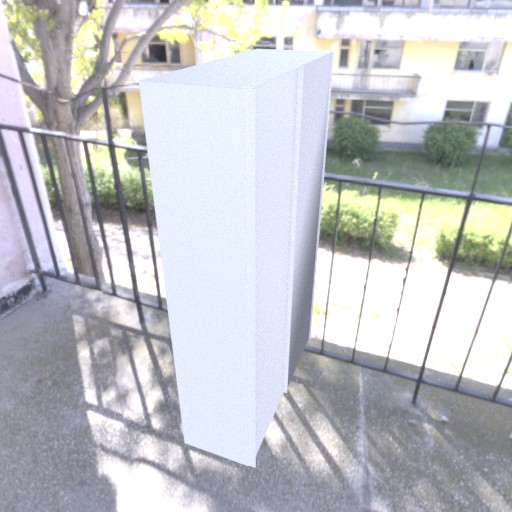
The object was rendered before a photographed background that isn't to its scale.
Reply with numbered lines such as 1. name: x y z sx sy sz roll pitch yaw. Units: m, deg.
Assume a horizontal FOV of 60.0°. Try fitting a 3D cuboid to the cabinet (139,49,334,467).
1. cabinet: 0.000 0.000 2.674 0.480 2.160 1.250 11 32 18
